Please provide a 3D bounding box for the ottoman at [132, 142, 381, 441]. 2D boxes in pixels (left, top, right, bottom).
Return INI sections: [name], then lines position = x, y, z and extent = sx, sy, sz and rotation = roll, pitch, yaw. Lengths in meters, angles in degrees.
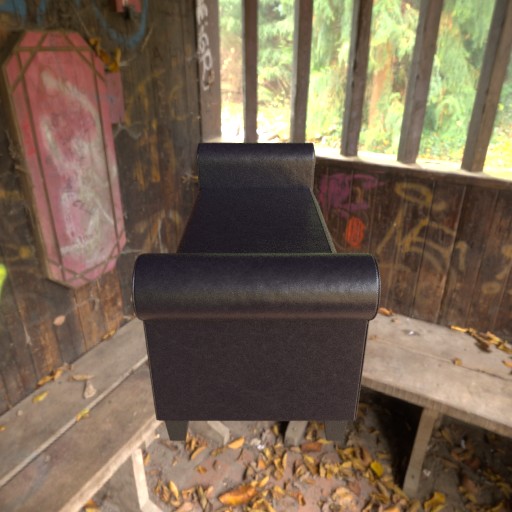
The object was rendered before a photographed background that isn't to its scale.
[ottoman]
position = 0.000, 0.000, 1.548
extent = 0.521, 0.547, 1.256
rotation = 0, 26, 0
